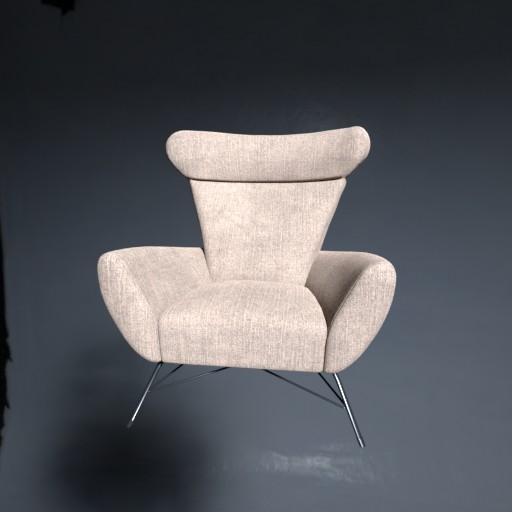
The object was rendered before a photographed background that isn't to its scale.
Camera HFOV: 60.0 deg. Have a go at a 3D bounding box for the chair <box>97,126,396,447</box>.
[{"bbox_3d":[0.000,0.000,1.801,0.980,1.040,0.900,2,12,8],"label":"chair"}]
